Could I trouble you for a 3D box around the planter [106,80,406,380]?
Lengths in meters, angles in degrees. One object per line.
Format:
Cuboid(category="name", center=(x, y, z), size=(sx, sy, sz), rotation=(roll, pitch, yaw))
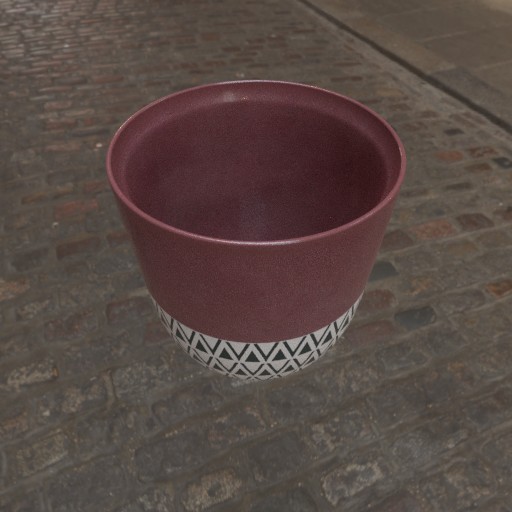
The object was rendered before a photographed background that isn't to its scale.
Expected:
Cuboid(category="planter", center=(0.000, 0.000, 0.370), size=(0.195, 0.214, 0.195), rotation=(0, 45, 0))
